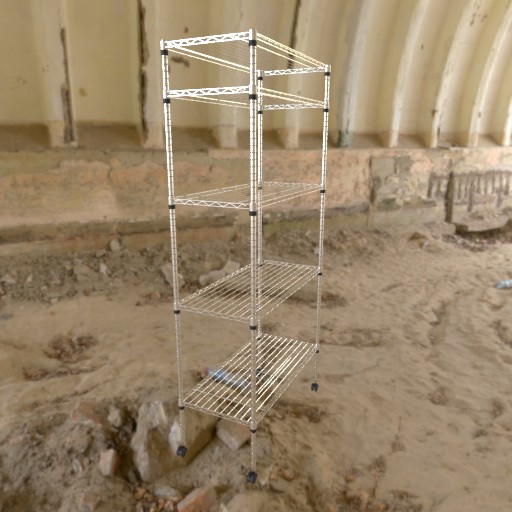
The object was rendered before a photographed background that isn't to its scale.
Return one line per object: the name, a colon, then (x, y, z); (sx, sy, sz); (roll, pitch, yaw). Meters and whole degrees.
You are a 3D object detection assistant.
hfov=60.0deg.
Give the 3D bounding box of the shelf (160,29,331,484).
shelf: (0.000, 0.000, 1.885); (0.356, 1.587, 0.762); (7, 16, 26)
